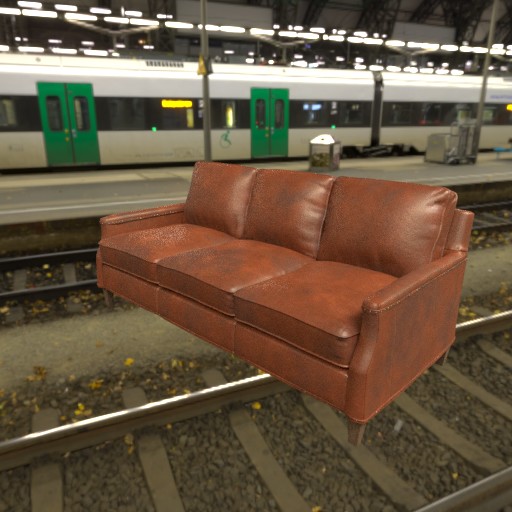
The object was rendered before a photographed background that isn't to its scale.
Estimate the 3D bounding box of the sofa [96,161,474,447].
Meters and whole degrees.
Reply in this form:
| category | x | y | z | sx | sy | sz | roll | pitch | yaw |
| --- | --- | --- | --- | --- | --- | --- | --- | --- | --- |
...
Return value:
| category | x | y | z | sx | sy | sz | roll | pitch | yaw |
| --- | --- | --- | --- | --- | --- | --- | --- | --- | --- |
| sofa | 0.000 | 0.000 | 2.771 | 2.240 | 1.003 | 1.084 | 16 | 24 | 42 |
